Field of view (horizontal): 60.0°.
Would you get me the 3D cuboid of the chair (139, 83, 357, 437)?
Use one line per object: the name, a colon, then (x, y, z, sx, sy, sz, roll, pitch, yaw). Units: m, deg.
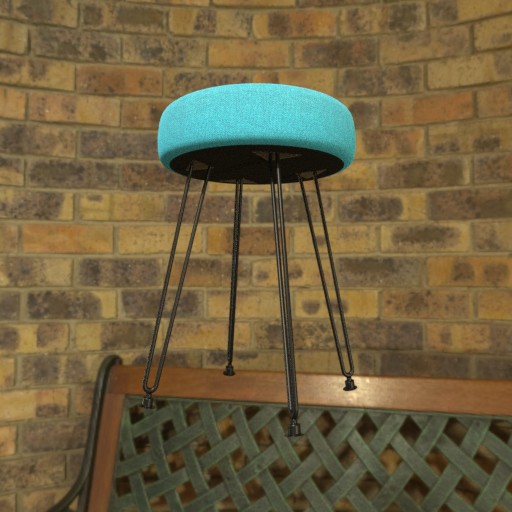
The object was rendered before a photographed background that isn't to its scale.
chair: (0.000, 0.000, 0.689, 0.350, 0.440, 0.350, 1, -2, -17)
